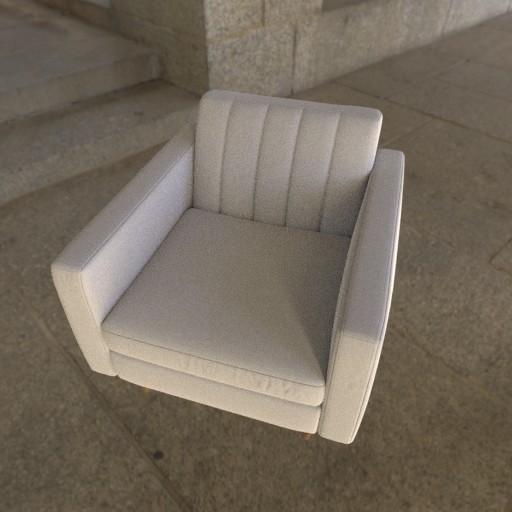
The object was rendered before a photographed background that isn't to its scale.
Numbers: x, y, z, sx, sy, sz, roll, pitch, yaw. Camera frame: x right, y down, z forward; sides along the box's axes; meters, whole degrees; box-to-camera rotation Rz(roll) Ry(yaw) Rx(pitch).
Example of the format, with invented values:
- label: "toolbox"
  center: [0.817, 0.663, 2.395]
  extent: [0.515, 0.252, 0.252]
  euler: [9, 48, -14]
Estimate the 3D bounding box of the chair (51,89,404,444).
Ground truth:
- label: "chair"
  center: [0.000, 0.000, 1.615]
  extent: [0.953, 0.819, 0.998]
  euler: [12, 43, 13]
